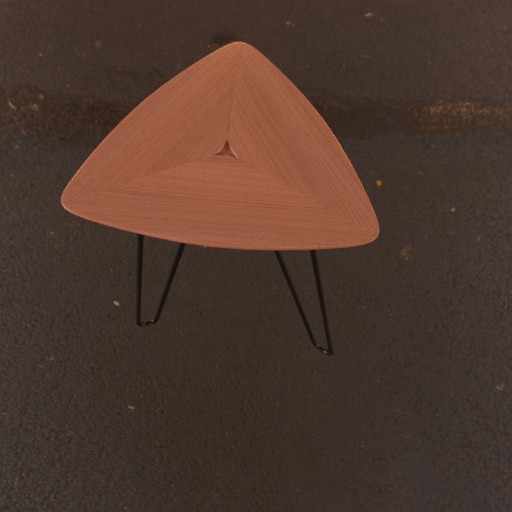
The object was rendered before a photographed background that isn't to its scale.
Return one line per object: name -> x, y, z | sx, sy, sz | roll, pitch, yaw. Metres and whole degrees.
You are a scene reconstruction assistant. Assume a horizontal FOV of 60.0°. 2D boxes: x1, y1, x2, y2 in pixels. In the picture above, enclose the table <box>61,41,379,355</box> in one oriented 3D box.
table -> 0.000, 0.000, 0.902 | 0.455, 0.564, 0.442 | 32, 67, 16
